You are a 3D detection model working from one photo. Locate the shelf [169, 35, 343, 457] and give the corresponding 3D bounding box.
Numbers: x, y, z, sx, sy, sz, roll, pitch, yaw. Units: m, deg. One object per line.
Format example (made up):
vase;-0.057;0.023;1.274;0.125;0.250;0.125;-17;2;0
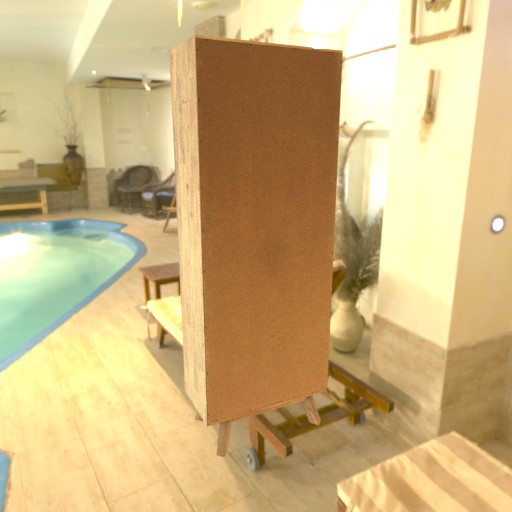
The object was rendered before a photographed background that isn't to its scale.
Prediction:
shelf;0.000;0.000;1.570;0.491;1.342;0.267;-7;17;-26
